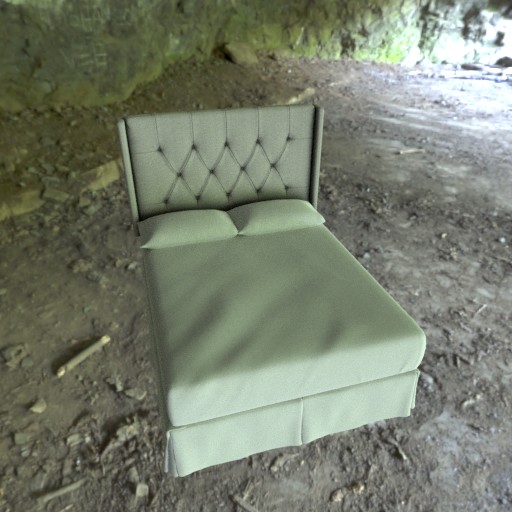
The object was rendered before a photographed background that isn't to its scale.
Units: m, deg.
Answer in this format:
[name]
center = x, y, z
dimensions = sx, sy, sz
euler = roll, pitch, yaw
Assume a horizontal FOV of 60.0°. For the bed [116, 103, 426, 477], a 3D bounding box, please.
[bed]
center = 0.000, 0.000, 3.229
dimensions = 1.719, 1.665, 2.066
euler = -9, 32, -14
